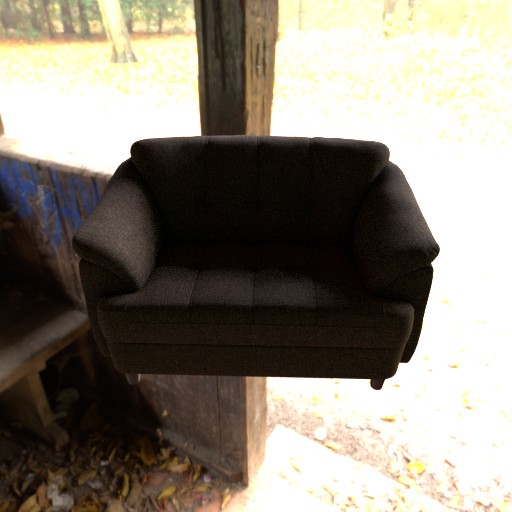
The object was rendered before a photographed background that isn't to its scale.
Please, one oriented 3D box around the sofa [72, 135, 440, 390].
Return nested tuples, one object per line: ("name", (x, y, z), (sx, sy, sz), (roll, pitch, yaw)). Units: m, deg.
("sofa", (0.000, 0.000, 1.995), (1.404, 0.895, 0.799), (1, 30, 2))
